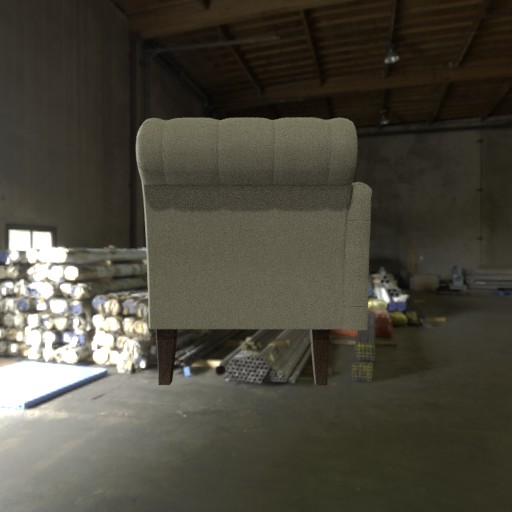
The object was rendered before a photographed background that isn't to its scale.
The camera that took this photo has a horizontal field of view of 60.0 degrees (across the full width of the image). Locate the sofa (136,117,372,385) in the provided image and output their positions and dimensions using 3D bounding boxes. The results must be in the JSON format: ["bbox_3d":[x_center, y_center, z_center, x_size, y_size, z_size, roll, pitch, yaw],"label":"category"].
[{"bbox_3d":[0.000,0.000,1.850,0.675,0.787,1.379,0,1,0],"label":"sofa"}]
